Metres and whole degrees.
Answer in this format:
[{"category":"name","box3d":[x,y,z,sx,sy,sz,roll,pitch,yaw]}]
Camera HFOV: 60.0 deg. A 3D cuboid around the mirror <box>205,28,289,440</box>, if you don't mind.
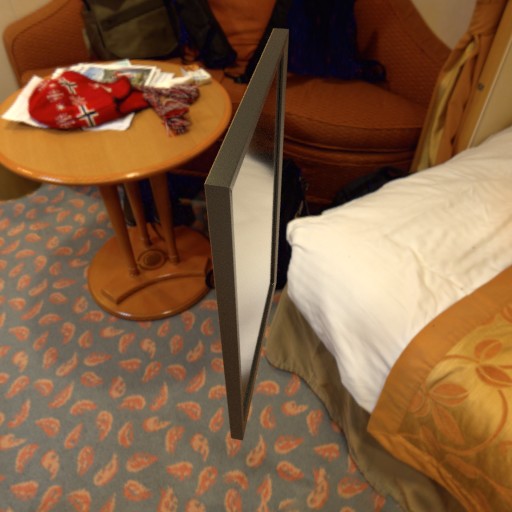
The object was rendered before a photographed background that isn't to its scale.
[{"category":"mirror","box3d":[0.000,0.000,1.162,0.040,0.915,0.609,8,47,7]}]
